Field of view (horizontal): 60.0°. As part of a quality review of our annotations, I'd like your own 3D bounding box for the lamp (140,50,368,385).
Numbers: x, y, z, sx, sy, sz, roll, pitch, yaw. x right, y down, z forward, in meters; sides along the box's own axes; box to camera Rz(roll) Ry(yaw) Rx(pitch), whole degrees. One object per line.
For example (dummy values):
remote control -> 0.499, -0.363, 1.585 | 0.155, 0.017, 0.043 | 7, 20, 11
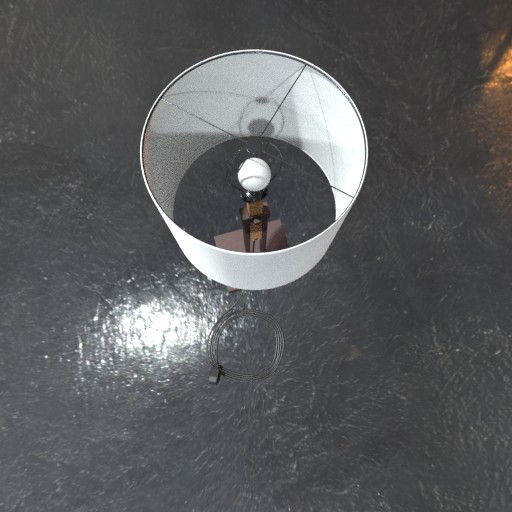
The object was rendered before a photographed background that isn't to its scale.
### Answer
lamp -> 0.000, 0.000, 0.989 | 0.396, 0.668, 0.525 | -15, 75, -4
